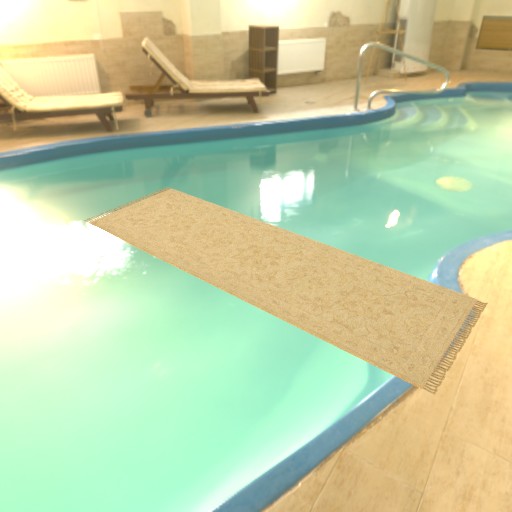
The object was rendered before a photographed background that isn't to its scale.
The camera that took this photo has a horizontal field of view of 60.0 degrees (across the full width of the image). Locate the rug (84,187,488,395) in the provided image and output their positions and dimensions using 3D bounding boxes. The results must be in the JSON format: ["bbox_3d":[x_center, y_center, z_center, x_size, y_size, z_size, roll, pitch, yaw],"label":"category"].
[{"bbox_3d":[0.000,0.000,2.786,2.544,0.015,0.795,23,38,32],"label":"rug"}]
